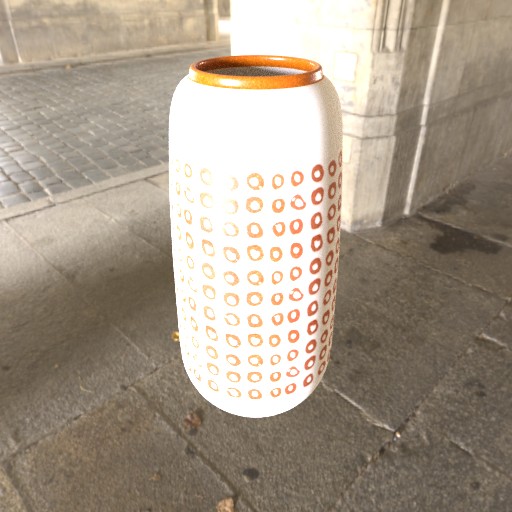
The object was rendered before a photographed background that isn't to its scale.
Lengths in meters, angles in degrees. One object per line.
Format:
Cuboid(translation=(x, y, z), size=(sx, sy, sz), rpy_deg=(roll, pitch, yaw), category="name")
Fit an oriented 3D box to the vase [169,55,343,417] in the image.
Cuboid(translation=(0.000, 0.000, 0.351), size=(0.133, 0.282, 0.133), rpy_deg=(0, 32, 0), category="vase")
